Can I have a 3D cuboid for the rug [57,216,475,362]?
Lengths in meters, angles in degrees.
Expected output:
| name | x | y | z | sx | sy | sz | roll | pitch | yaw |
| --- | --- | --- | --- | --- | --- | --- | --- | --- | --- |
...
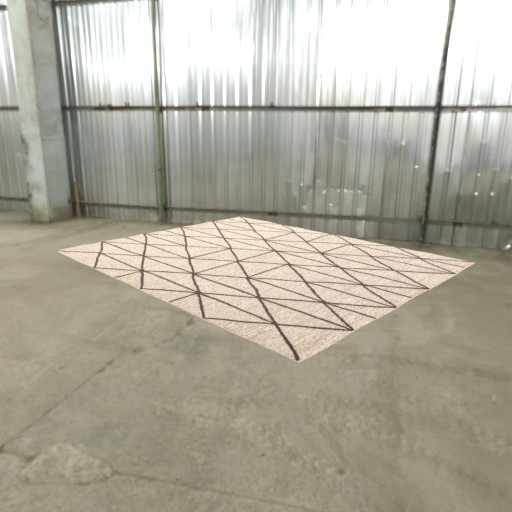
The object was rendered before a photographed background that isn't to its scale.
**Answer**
| name | x | y | z | sx | sy | sz | roll | pitch | yaw |
| --- | --- | --- | --- | --- | --- | --- | --- | --- | --- |
| rug | 0.000 | 0.000 | 4.109 | 3.061 | 0.022 | 2.468 | 15 | 22 | 43 |
